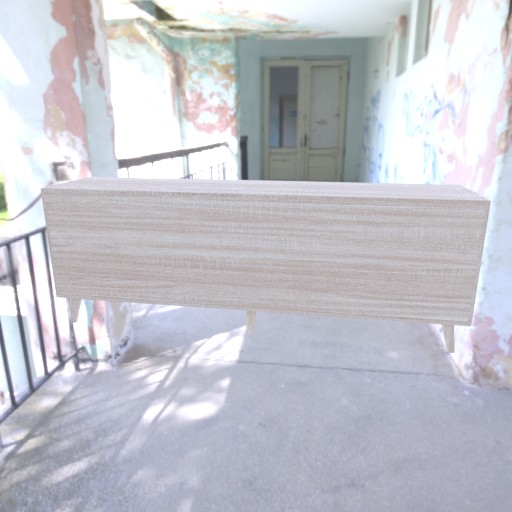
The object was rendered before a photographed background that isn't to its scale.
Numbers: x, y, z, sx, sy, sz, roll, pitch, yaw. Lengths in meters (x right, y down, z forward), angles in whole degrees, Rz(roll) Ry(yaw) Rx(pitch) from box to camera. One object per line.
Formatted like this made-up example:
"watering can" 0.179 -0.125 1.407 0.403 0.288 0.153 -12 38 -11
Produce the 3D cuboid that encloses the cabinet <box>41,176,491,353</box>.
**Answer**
"cabinet" 0.000 0.000 2.493 2.200 0.780 0.500 3 17 9
